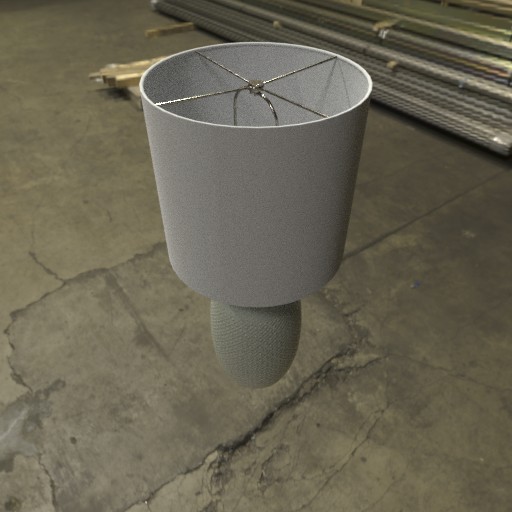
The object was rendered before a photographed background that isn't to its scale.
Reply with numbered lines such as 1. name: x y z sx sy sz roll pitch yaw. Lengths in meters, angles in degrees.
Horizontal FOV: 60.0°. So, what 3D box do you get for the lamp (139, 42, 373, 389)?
1. lamp: 0.000 0.000 0.569 0.217 0.453 0.217 -26 48 -26
